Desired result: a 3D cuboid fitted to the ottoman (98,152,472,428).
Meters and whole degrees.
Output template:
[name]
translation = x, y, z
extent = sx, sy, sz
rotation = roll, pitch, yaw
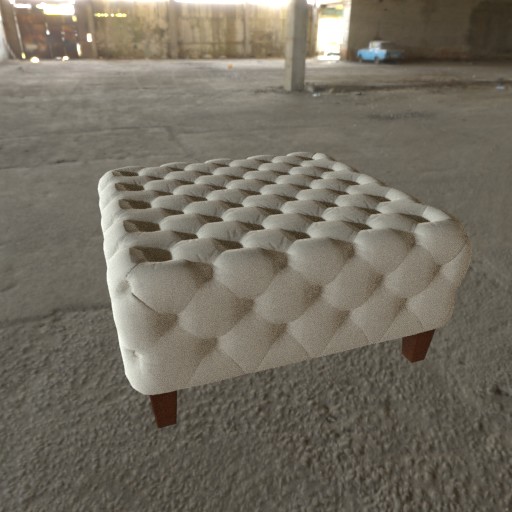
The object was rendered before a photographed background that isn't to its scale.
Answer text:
[ottoman]
translation = 0.000, 0.000, 1.195
extent = 0.755, 0.376, 0.753
rotation = -9, 28, -17
